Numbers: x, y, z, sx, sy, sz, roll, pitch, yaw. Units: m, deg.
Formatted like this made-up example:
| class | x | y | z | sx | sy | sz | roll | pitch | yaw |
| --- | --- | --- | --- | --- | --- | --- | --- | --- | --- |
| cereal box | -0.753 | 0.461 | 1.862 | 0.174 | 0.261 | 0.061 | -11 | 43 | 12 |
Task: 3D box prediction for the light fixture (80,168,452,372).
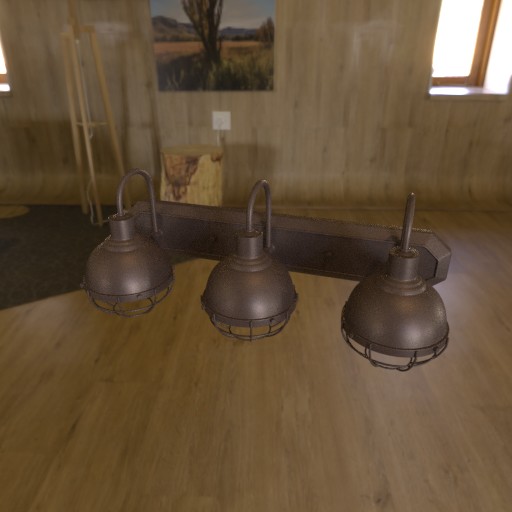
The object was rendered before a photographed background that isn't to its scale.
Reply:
| class | x | y | z | sx | sy | sz | roll | pitch | yaw |
| --- | --- | --- | --- | --- | --- | --- | --- | --- | --- |
| light fixture | 0.000 | 0.000 | 0.759 | 0.634 | 0.254 | 0.229 | 8 | 27 | 16 |
